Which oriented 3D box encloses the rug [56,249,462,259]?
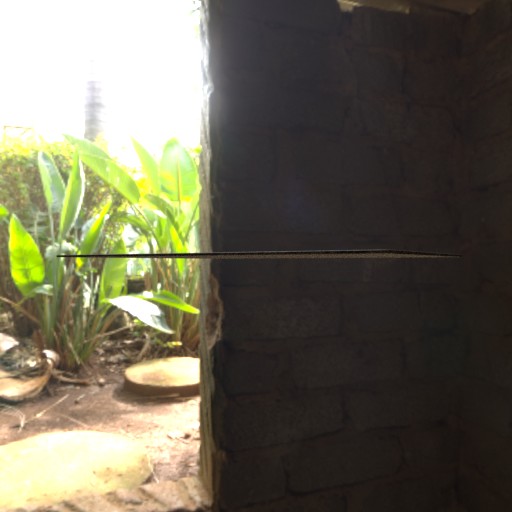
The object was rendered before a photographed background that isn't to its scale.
[{"bbox_3d":[0.000,0.000,2.269,1.752,0.013,1.158,-1,-1,35],"label":"rug"}]
